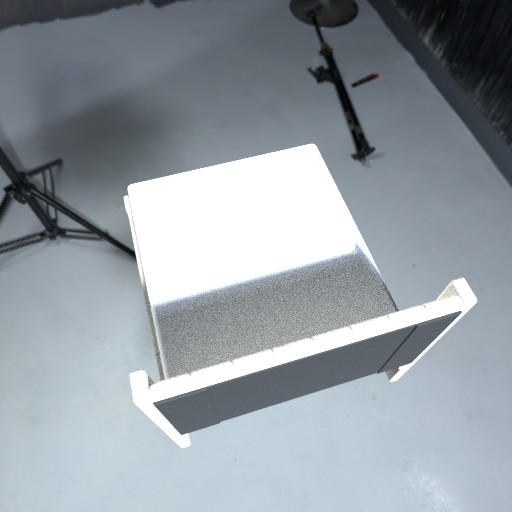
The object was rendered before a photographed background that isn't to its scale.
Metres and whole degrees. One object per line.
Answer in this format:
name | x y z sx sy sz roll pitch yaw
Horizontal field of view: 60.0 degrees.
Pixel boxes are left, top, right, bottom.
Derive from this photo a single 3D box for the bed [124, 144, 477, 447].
bed | 0.000 0.000 3.769 2.045 1.743 2.370 -15 61 -8
